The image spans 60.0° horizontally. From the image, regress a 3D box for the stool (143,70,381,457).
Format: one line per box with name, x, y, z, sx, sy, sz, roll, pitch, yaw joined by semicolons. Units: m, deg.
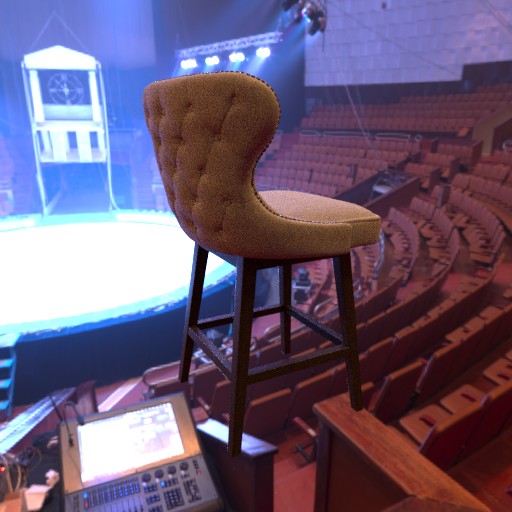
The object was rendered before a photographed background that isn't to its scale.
stool;0.000;0.000;1.345;0.597;0.972;0.615;-8;18;-27
